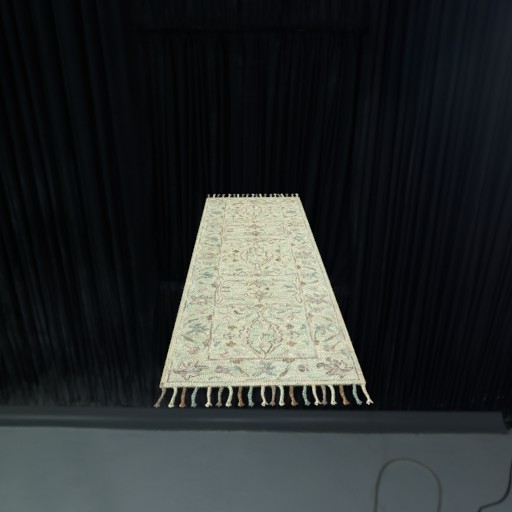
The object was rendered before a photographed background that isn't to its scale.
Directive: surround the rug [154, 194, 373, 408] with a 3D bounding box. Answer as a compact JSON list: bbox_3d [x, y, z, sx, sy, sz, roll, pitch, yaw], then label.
[{"bbox_3d":[0.000,0.000,2.646,0.769,0.013,2.440,-1,25,-1],"label":"rug"}]
